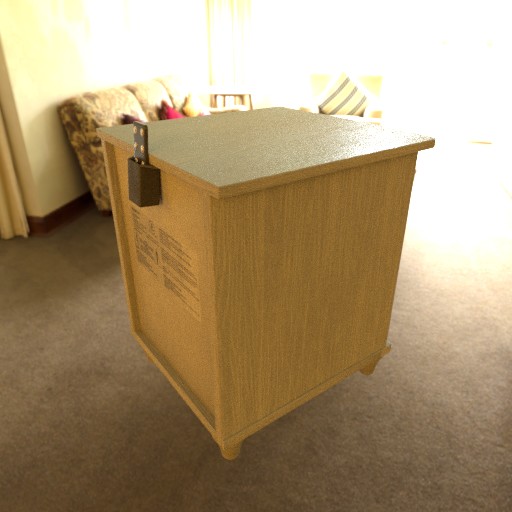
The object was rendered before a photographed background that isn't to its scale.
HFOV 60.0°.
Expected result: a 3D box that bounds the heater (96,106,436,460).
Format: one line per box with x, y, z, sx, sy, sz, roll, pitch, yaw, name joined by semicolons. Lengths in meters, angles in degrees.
0.000;0.000;0.755;0.400;0.481;0.362;-19;33;-32;heater
